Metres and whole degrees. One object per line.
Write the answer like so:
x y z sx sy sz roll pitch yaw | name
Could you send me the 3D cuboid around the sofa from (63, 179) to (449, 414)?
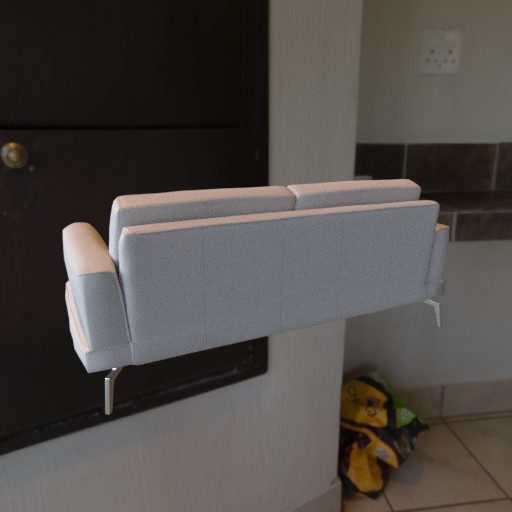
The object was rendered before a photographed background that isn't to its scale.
0.000 0.000 2.710 2.177 0.930 1.121 -8 17 -25 | sofa
